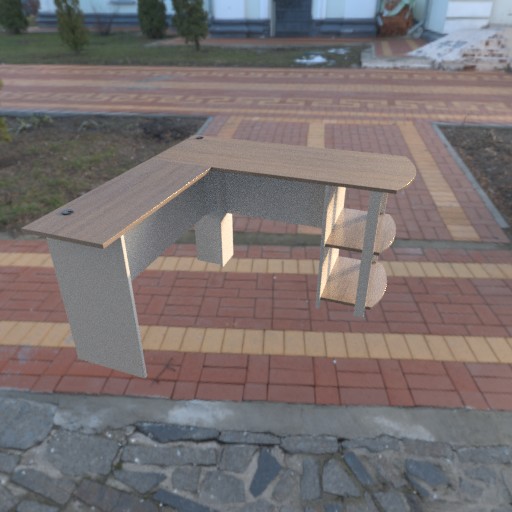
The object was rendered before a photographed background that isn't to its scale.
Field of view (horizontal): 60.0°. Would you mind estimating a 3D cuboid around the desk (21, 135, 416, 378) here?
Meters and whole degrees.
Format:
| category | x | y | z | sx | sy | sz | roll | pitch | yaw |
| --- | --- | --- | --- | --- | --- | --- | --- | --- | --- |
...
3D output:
| category | x | y | z | sx | sy | sz | roll | pitch | yaw |
| --- | --- | --- | --- | --- | --- | --- | --- | --- | --- |
| desk | 0.000 | 0.000 | 2.131 | 1.303 | 0.716 | 1.361 | 10 | 32 | 17 |
